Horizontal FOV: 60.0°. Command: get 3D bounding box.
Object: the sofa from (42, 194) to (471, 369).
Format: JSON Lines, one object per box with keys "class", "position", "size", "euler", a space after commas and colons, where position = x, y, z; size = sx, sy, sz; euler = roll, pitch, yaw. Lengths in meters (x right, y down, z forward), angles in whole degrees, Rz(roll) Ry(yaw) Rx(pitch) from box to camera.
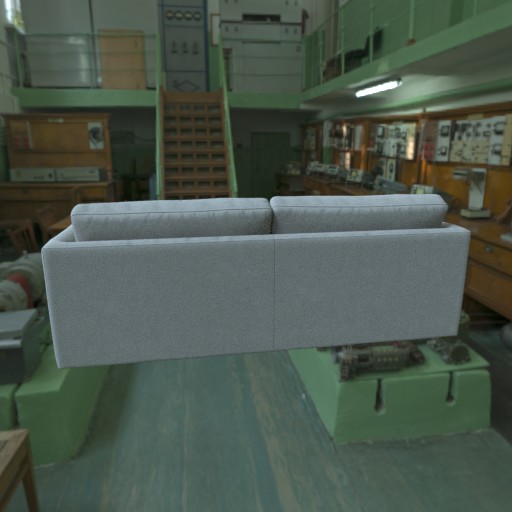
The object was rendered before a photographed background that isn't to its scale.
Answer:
{"class": "sofa", "position": [0.000, 0.000, 2.819], "size": [2.588, 0.838, 1.090], "euler": [-3, 15, -10]}
